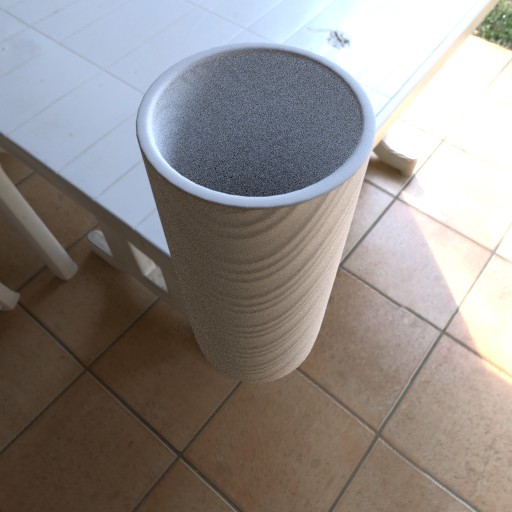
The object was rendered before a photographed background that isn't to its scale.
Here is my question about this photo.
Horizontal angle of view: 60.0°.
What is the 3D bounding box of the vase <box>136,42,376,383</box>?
[{"bbox_3d":[0.000,0.000,0.389,0.143,0.316,0.143,0,59,0],"label":"vase"}]
